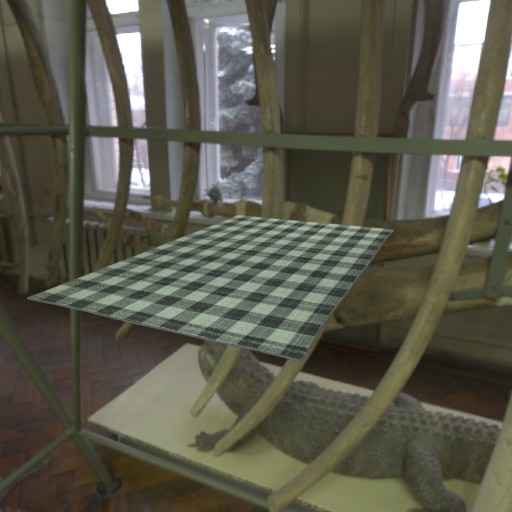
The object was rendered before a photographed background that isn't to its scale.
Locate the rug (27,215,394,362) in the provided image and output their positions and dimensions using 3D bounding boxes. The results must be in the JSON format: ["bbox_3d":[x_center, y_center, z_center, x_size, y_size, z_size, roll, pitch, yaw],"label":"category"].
[{"bbox_3d":[0.000,0.000,3.122,1.554,0.011,2.476,8,18,24],"label":"rug"}]
